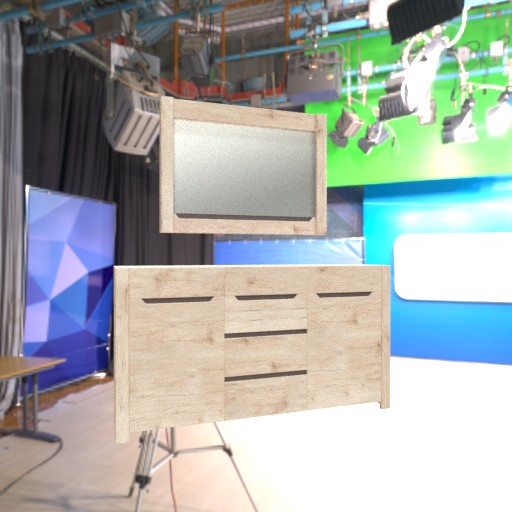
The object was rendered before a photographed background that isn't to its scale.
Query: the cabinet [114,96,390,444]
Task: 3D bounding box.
[{"bbox_3d":[0.000,0.000,2.792,1.700,1.981,0.420,0,0,-19],"label":"cabinet"}]
